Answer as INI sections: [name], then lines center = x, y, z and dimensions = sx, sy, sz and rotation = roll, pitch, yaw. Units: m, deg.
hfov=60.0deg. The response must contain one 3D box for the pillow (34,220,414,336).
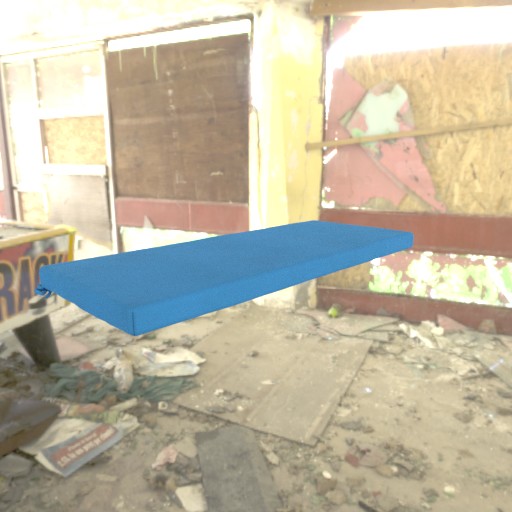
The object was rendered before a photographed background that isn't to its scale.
[pillow]
center = 0.000, 0.000, 1.369
dimensions = 0.492, 0.081, 1.187
rotation = 12, 18, 43
